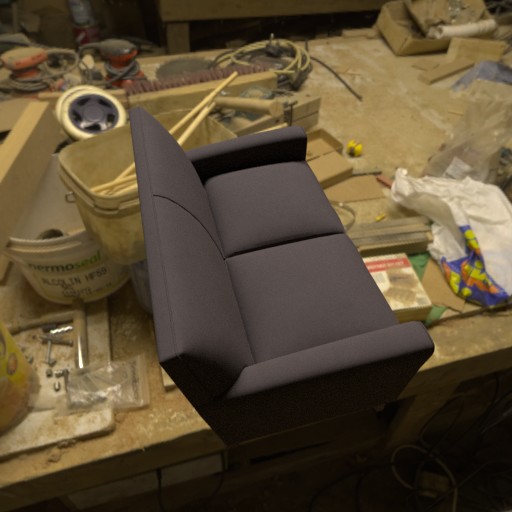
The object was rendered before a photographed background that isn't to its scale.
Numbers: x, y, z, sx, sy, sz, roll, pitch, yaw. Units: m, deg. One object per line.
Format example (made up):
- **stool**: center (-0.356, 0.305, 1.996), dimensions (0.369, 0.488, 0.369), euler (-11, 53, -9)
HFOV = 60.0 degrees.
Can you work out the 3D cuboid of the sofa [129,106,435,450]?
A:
- **sofa**: center (0.000, 0.000, 1.972), dimensions (0.871, 0.846, 1.420), euler (-11, 48, -10)
